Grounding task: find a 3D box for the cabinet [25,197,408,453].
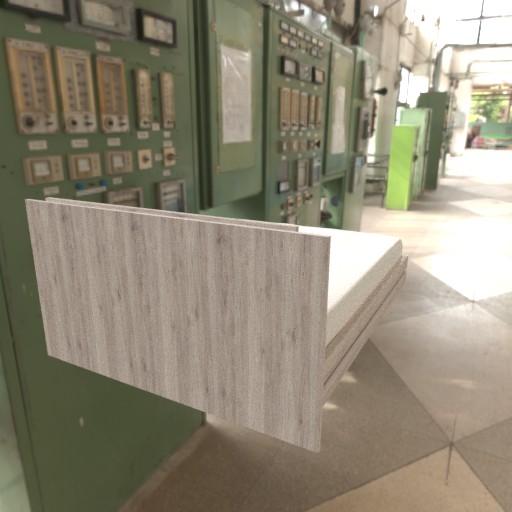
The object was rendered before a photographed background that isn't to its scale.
[{"bbox_3d":[0.000,0.000,3.035,1.750,0.970,2.080,9,19,27],"label":"cabinet"}]
